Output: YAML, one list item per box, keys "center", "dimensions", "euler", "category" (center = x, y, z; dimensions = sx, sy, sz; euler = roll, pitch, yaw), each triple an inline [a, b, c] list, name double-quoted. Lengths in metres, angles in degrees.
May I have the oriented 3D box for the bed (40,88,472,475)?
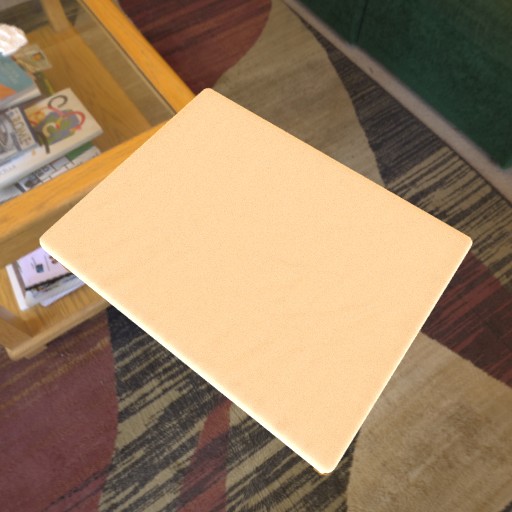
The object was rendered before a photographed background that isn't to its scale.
- center: [0.000, 0.000, 2.722]
  dimensions: [2.016, 0.431, 1.536]
  euler: [34, 69, 16]
  category: "bed"
